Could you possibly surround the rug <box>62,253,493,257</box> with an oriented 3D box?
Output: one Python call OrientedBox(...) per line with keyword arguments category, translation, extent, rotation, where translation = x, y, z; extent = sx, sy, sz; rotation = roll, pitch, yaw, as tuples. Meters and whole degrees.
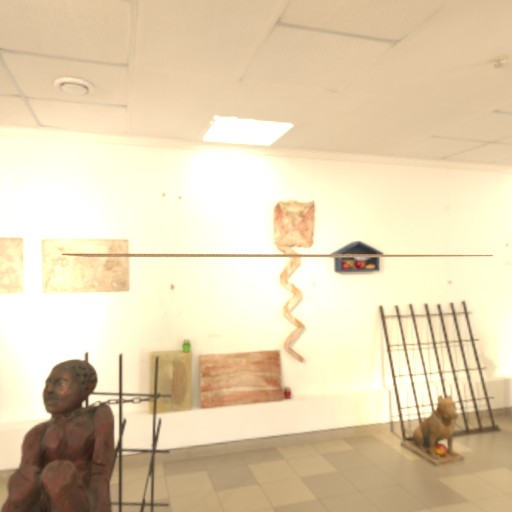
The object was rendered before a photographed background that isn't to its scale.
OrientedBox(category="rug", translation=(0.000, 0.000, 4.110), extent=(3.048, 0.014, 2.438), rotation=(0, 0, -17))
